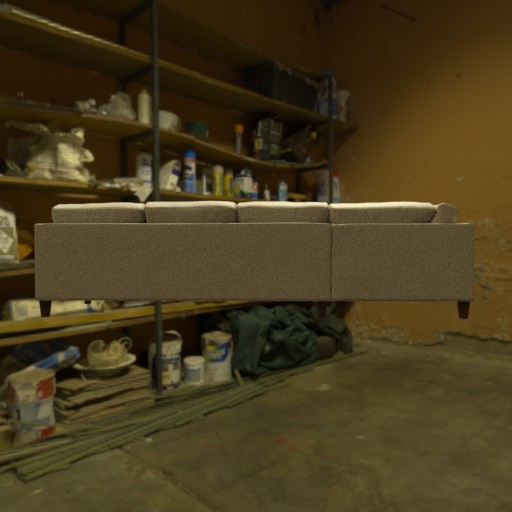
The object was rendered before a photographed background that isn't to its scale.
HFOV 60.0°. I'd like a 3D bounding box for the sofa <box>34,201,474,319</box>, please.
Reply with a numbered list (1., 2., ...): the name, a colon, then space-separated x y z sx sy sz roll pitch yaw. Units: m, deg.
1. sofa: 0.000 0.000 4.380 3.182 0.863 2.432 0 1 1
